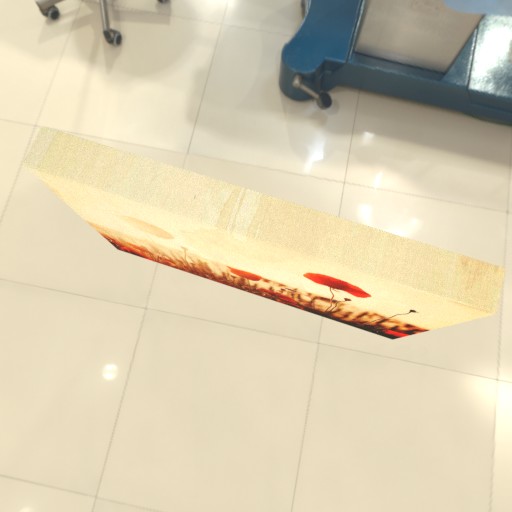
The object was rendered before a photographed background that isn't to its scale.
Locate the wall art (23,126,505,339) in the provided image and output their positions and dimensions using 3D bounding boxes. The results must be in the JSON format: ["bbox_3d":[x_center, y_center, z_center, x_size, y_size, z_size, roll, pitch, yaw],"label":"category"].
[{"bbox_3d":[0.000,0.000,0.464,0.383,0.251,0.037,18,76,5],"label":"wall art"}]
